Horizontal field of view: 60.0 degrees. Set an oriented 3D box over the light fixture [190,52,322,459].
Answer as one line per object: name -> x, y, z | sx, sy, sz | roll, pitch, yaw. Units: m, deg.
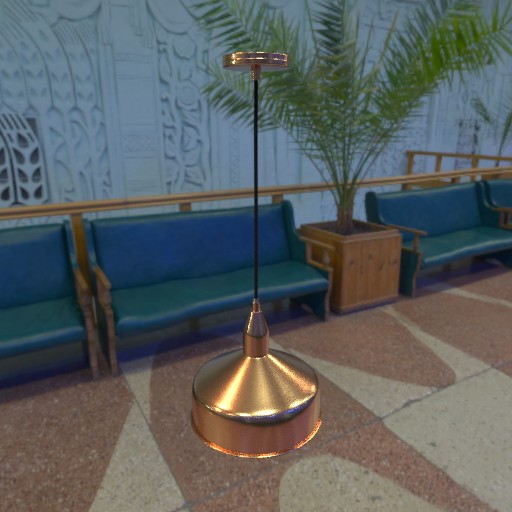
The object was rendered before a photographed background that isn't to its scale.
light fixture -> 0.000, 0.000, 0.913 | 0.301, 0.754, 0.301 | -9, 19, -26
